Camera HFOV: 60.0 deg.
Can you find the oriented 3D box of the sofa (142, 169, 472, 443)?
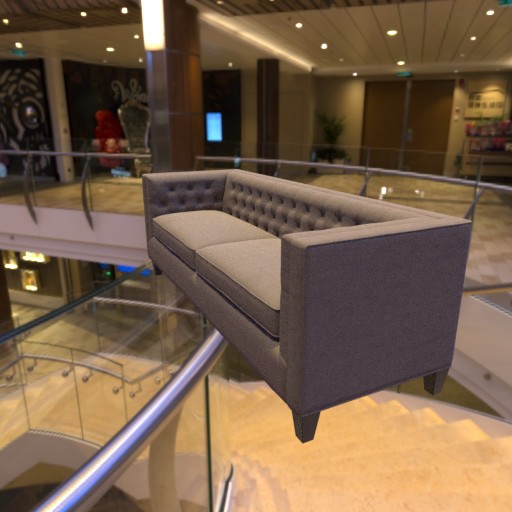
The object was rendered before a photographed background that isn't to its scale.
[{"bbox_3d":[0.000,0.000,2.545,0.775,0.762,2.159,-8,19,-26],"label":"sofa"}]
